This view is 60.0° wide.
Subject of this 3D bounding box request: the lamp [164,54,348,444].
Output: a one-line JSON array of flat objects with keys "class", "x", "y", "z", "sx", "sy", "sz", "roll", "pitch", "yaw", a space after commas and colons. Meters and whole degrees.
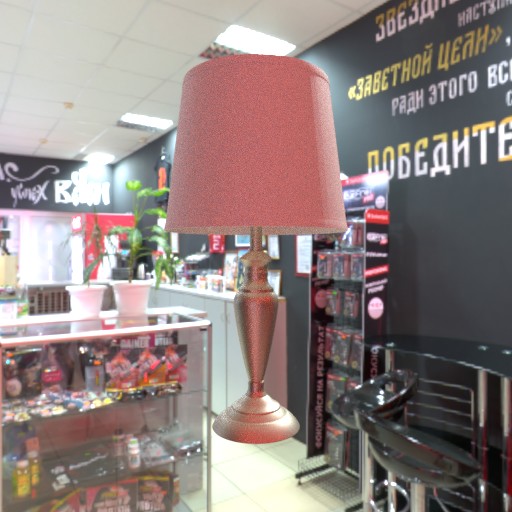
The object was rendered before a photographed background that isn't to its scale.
[{"class": "lamp", "x": 0.000, "y": 0.000, "z": 0.808, "sx": 0.328, "sy": 0.619, "sz": 0.328, "roll": 0, "pitch": 0, "yaw": 0}]
